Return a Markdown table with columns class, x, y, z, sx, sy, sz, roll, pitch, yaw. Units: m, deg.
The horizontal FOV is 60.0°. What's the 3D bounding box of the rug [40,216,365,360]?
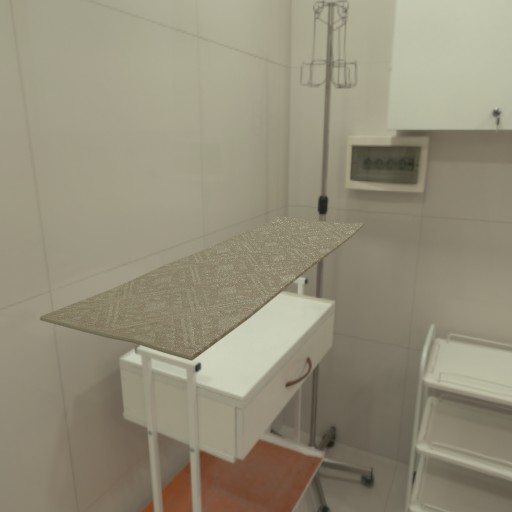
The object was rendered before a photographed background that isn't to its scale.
| class | x | y | z | sx | sy | sz | roll | pitch | yaw |
| --- | --- | --- | --- | --- | --- | --- | --- | --- | --- |
| rug | 0.000 | 0.000 | 2.695 | 0.752 | 0.051 | 2.452 | 8 | 17 | 26 |
